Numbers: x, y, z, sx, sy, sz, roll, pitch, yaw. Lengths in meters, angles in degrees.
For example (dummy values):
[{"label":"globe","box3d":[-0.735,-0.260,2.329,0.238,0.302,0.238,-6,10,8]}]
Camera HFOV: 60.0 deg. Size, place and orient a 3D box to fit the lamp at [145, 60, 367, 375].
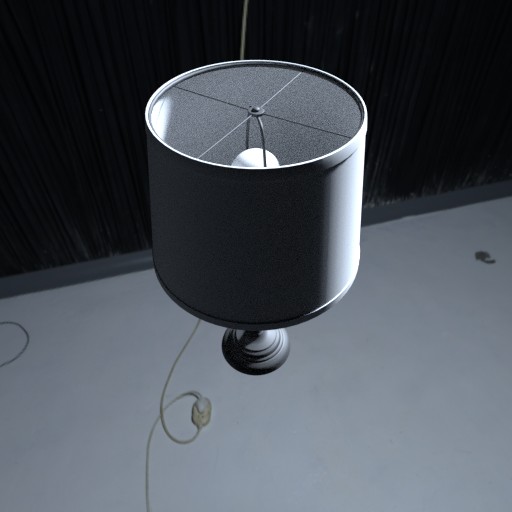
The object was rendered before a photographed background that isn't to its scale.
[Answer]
[{"label":"lamp","box3d":[0.000,0.000,0.691,0.310,0.501,0.310,0,46,0]}]
